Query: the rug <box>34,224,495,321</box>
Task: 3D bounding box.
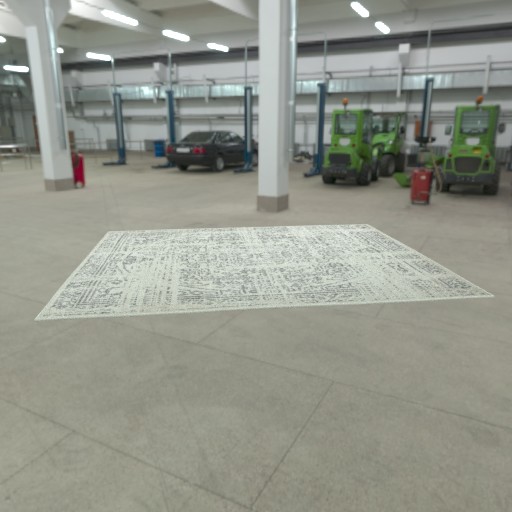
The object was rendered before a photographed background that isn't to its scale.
[{"bbox_3d":[0.000,0.000,3.853,2.921,0.032,2.311,-2,16,-7],"label":"rug"}]
